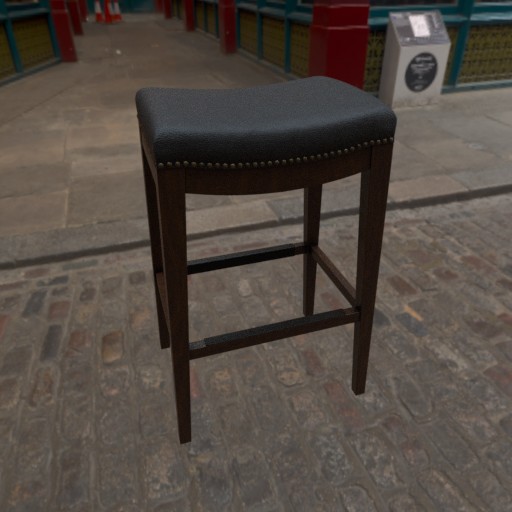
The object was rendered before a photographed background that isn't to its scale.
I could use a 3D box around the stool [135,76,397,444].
[{"bbox_3d":[0.000,0.000,1.072,0.500,0.765,0.361,-10,34,-15],"label":"stool"}]
